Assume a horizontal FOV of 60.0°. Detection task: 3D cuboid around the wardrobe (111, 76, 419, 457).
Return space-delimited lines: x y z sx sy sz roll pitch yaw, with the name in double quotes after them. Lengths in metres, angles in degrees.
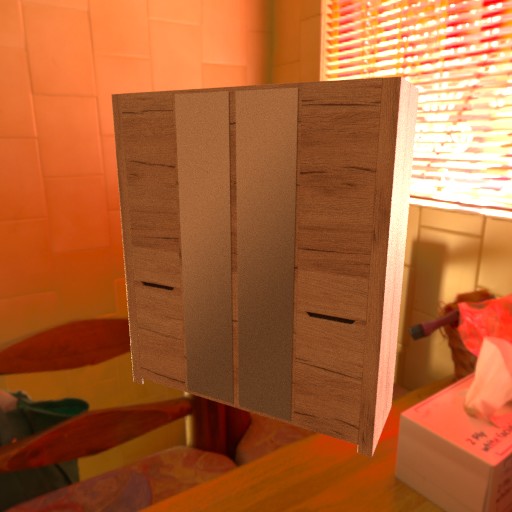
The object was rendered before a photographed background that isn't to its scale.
0.000 0.000 2.959 1.810 2.070 0.580 7 16 26 "wardrobe"
